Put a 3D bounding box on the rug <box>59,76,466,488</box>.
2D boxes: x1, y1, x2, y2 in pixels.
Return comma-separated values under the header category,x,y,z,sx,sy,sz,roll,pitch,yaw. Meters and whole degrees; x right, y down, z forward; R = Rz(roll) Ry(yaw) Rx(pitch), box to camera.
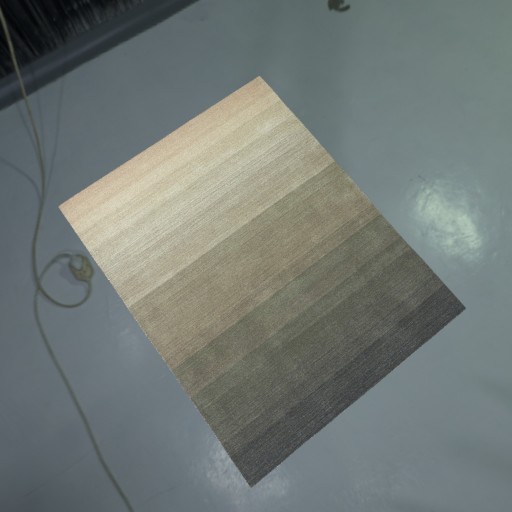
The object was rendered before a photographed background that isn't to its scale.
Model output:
category,x,y,z,sx,sy,sz,roll,pitch,yaw
rug,0.000,0.000,3.923,2.315,0.015,2.932,-36,78,-9
